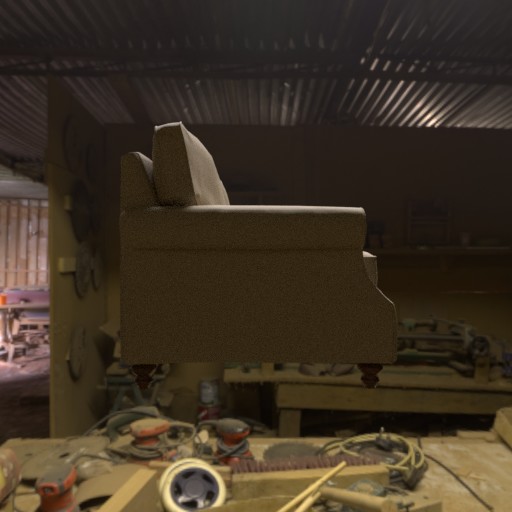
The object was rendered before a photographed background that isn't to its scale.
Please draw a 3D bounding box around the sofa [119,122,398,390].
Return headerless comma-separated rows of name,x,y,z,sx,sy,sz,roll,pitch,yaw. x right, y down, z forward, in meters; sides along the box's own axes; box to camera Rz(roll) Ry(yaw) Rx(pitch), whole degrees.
sofa,0.000,0.000,2.250,0.964,0.937,1.665,0,0,-1
